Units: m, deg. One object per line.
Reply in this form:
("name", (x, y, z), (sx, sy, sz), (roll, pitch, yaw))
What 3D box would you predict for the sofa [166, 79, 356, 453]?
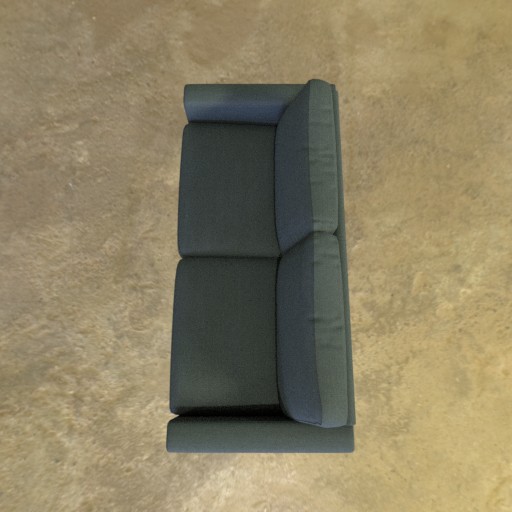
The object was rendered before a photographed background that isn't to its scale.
("sofa", (0.000, 0.000, 2.366), (0.877, 0.865, 1.900), (0, 75, 0))
